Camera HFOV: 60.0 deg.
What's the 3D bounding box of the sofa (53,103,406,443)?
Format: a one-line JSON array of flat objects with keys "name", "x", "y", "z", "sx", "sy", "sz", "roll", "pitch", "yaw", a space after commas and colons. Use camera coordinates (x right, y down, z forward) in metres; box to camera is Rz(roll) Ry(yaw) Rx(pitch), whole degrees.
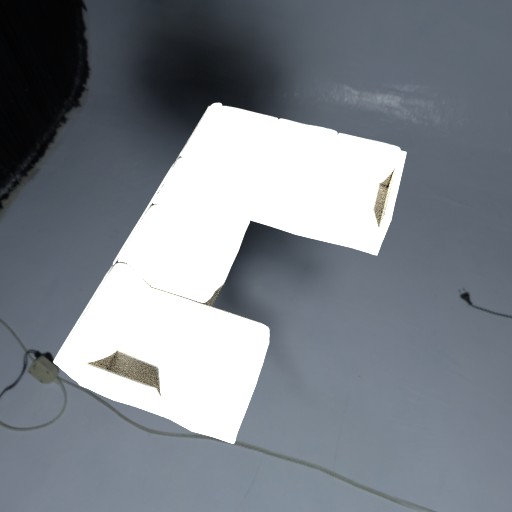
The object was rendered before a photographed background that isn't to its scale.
[{"name": "sofa", "x": 0.000, "y": 0.000, "z": 4.560, "sx": 2.448, "sy": 0.882, "sz": 3.464, "roll": 16, "pitch": 59, "yaw": 10}]
